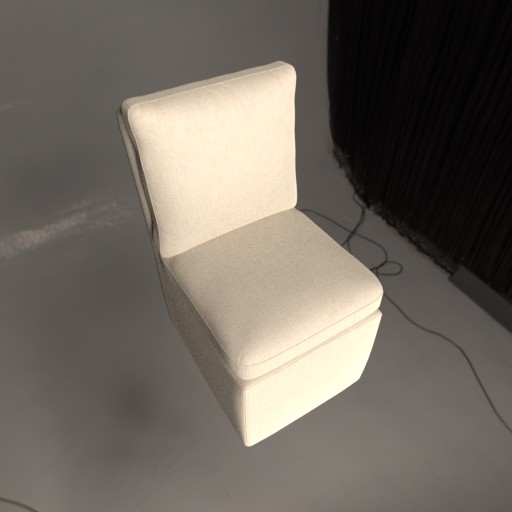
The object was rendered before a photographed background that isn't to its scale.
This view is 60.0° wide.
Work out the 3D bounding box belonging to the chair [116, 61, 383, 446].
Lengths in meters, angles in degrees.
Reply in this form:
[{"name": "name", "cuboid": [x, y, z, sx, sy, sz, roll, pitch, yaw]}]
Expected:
[{"name": "chair", "cuboid": [0.000, 0.000, 1.349, 0.503, 0.927, 0.698, -24, 50, -22]}]
